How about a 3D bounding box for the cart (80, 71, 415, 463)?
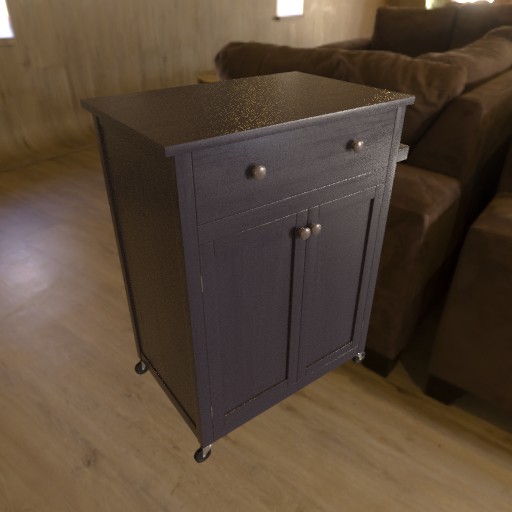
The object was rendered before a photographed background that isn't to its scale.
[{"bbox_3d":[0.000,0.000,1.276,0.690,0.878,0.449,-21,37,-30],"label":"cart"}]
